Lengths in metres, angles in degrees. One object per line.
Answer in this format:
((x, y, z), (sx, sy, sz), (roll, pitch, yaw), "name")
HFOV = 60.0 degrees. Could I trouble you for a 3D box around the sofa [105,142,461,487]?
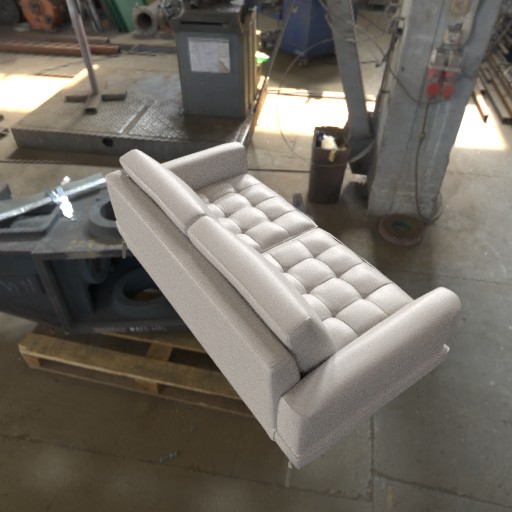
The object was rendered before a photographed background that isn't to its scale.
((0.000, 0.000, 2.711), (1.121, 0.930, 2.177), (-25, 47, -25), "sofa")
